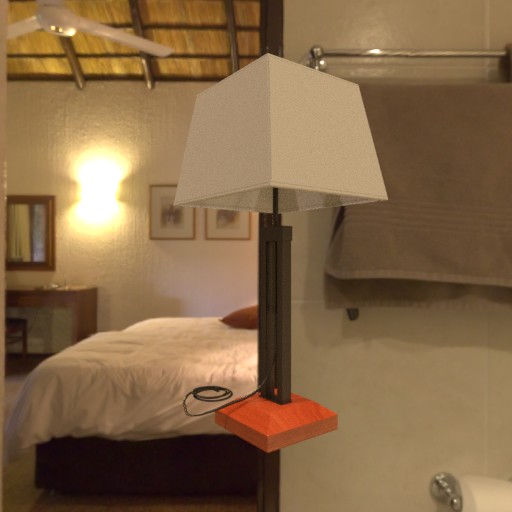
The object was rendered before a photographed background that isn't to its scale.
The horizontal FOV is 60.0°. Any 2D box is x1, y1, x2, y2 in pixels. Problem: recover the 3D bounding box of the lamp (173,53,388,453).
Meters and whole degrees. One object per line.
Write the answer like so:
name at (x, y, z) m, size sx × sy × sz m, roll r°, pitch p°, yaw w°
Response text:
lamp at (0.000, 0.000, 1.016) m, size 0.310 × 0.737 × 0.498 m, roll 0°, pitch 0°, yaw -36°
